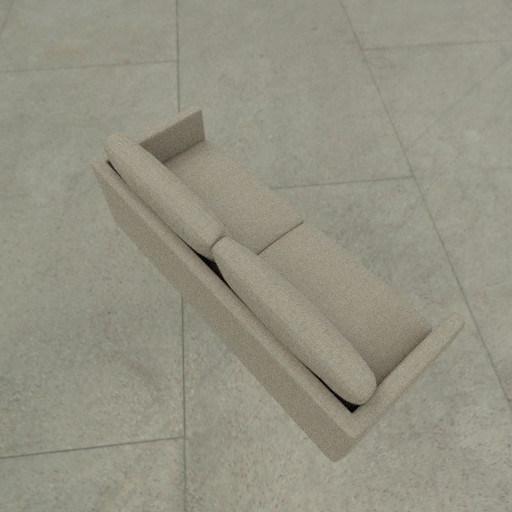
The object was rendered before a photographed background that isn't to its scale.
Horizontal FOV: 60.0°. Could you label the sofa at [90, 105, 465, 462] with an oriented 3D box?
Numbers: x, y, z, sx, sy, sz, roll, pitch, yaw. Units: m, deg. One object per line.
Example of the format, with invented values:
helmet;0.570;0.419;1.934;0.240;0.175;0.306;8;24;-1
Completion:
sofa;0.000;0.000;2.923;0.951;0.965;2.434;-36;64;-22
